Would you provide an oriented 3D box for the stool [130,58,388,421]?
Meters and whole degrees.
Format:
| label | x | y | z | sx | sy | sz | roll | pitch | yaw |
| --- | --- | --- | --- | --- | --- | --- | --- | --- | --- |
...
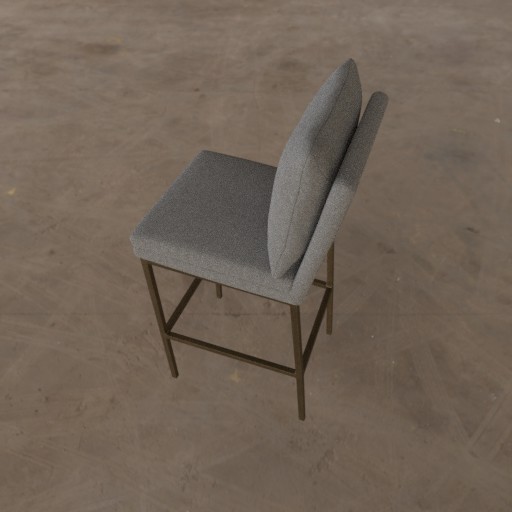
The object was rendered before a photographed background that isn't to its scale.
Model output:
| label | x | y | z | sx | sy | sz | roll | pitch | yaw |
| --- | --- | --- | --- | --- | --- | --- | --- | --- | --- |
| stool | 0.000 | 0.000 | 1.410 | 0.569 | 1.132 | 0.463 | 15 | 48 | 14 |
